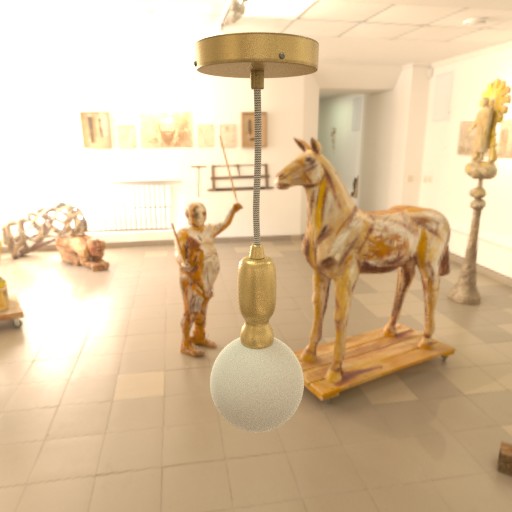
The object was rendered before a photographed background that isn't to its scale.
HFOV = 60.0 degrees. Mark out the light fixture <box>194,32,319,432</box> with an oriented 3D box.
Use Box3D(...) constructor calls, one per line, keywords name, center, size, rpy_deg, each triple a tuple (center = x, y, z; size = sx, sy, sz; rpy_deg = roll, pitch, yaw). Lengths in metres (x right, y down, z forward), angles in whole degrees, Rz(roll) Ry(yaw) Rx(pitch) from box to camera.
Box3D(name="light fixture", center=(0.000, 0.000, 0.586), size=(0.146, 0.510, 0.147), rpy_deg=(-3, 16, -10))
